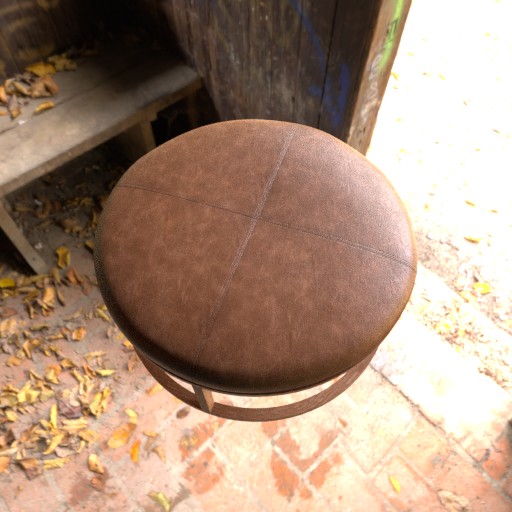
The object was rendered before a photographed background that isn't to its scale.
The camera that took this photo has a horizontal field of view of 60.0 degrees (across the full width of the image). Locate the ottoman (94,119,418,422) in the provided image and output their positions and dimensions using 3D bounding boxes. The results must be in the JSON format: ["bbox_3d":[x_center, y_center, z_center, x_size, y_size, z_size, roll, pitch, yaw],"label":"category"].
[{"bbox_3d":[0.000,0.000,1.520,1.006,0.445,1.006,0,58,0],"label":"ottoman"}]
